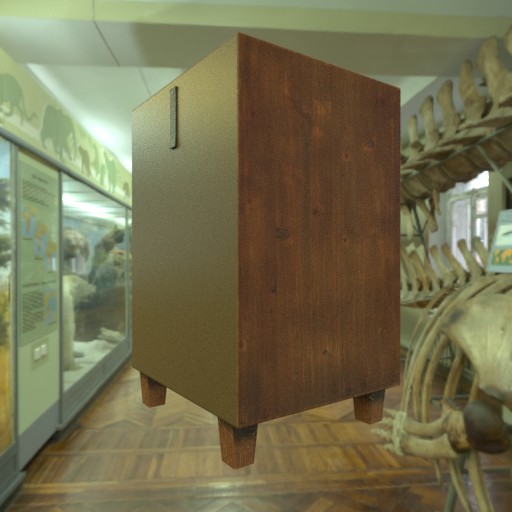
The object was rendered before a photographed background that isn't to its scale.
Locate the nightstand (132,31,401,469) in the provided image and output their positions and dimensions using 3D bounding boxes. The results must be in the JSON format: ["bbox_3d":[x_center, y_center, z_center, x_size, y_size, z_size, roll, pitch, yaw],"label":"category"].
[{"bbox_3d":[0.000,0.000,0.990,0.410,0.695,0.465,0,0,-36],"label":"nightstand"}]
